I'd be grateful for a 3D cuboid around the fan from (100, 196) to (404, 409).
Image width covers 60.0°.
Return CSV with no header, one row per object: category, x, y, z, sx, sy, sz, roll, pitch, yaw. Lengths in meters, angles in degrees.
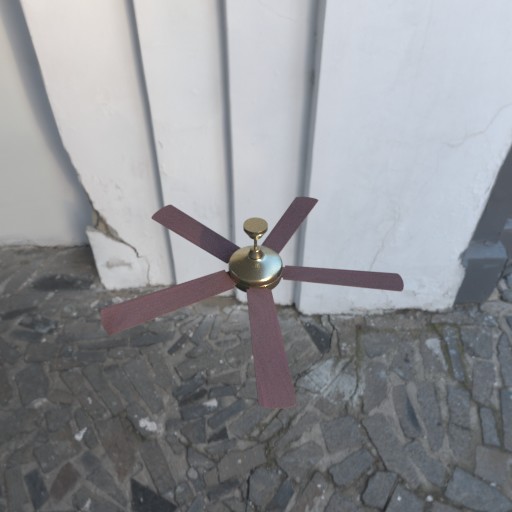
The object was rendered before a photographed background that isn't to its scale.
fan,0.000,0.000,2.003,1.321,0.356,1.321,12,43,13
